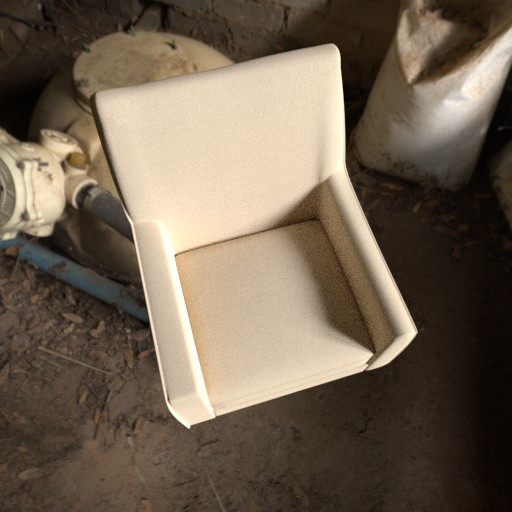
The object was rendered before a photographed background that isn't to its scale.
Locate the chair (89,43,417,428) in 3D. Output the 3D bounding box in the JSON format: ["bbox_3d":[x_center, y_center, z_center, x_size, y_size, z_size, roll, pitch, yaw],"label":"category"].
[{"bbox_3d":[0.000,0.000,1.546,0.780,0.919,0.899,-15,64,-7],"label":"chair"}]
